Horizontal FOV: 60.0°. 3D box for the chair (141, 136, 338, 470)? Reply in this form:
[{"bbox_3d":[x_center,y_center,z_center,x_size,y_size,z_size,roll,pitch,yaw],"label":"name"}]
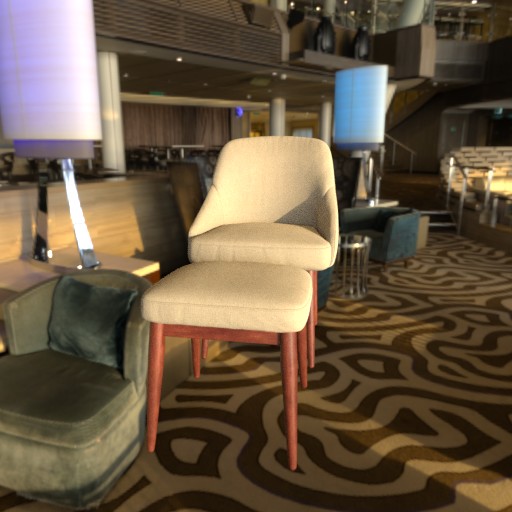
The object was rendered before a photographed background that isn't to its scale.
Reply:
[{"bbox_3d":[0.000,0.000,1.610,0.584,0.866,1.114,2,14,10],"label":"chair"}]
